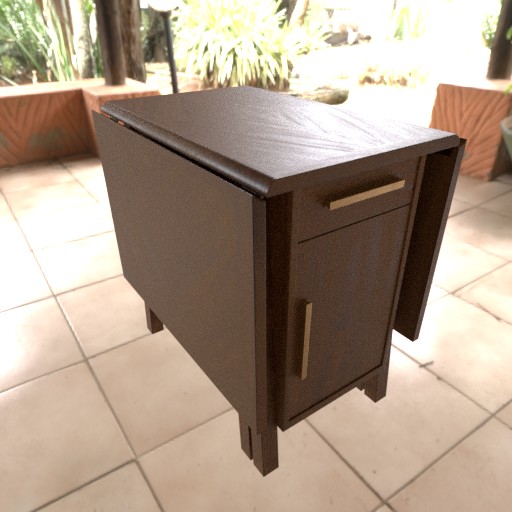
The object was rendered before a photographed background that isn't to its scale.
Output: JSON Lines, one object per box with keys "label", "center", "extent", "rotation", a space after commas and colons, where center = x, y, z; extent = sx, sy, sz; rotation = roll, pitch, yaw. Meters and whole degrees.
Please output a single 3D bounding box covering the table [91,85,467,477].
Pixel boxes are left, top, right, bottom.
{"label": "table", "center": [0.000, 0.000, 1.584], "extent": [0.701, 0.981, 0.967], "rotation": [-19, 35, -30]}
